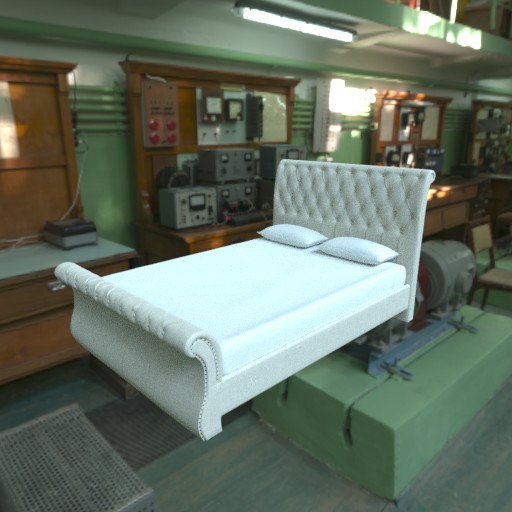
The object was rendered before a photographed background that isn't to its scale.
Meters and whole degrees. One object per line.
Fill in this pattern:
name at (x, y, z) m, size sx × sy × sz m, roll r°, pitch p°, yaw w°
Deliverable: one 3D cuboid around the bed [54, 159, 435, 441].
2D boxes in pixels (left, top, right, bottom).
bed at (0.000, 0.000, 3.448) m, size 2.493 × 1.268 × 1.606 m, roll -16°, pitch 23°, yaw -42°
